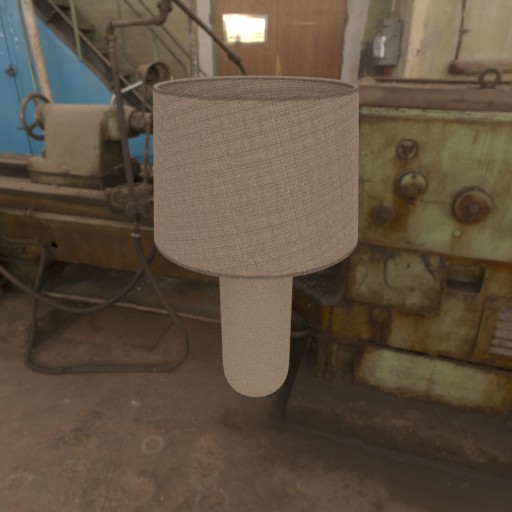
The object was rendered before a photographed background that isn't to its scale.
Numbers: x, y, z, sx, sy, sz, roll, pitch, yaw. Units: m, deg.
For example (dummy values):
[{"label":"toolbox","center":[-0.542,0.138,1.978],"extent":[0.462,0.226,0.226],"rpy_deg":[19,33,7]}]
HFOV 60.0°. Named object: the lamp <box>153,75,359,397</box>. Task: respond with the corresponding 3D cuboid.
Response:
[{"label":"lamp","center":[0.000,0.000,0.837],"extent":[0.367,0.609,0.367],"rpy_deg":[0,27,0]}]
